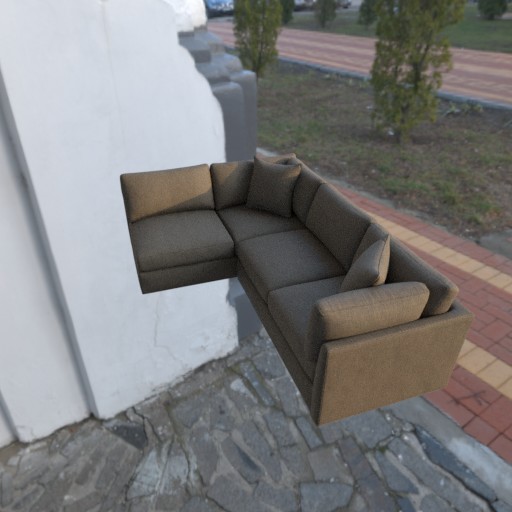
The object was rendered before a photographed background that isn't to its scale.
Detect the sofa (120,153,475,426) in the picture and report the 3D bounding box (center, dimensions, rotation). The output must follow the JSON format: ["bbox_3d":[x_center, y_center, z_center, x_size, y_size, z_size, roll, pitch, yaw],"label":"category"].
[{"bbox_3d":[0.000,0.000,3.833,1.994,0.978,2.896,-10,33,-16],"label":"sofa"}]
